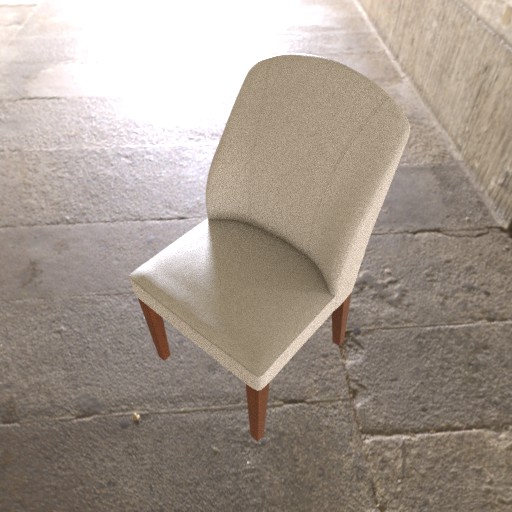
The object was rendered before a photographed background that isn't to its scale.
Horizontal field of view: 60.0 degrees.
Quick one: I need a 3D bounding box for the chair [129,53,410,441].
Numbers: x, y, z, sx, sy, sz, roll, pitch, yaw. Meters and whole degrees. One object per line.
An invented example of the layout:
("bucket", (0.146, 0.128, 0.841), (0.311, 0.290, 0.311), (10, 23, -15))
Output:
("chair", (0.000, 0.000, 1.203), (0.472, 0.893, 0.540), (32, 54, 27))
